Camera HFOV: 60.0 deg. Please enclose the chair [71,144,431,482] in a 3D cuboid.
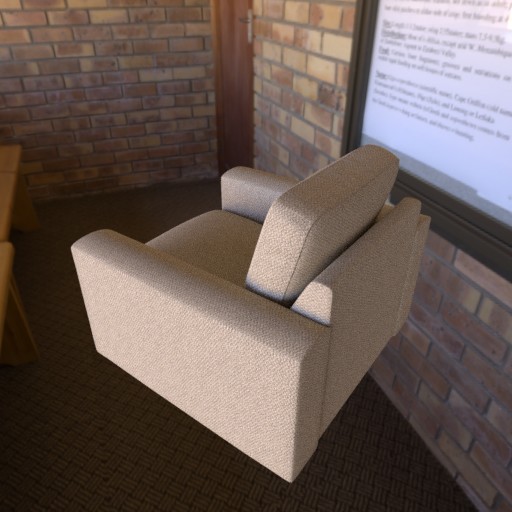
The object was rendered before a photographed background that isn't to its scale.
[{"bbox_3d":[0.000,0.000,1.754,1.016,0.873,1.005,22,38,30],"label":"chair"}]
